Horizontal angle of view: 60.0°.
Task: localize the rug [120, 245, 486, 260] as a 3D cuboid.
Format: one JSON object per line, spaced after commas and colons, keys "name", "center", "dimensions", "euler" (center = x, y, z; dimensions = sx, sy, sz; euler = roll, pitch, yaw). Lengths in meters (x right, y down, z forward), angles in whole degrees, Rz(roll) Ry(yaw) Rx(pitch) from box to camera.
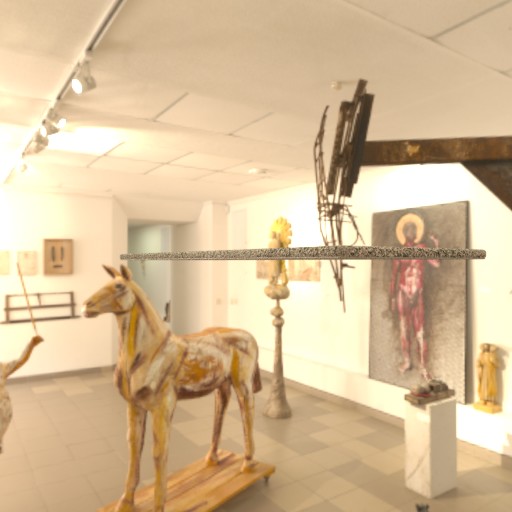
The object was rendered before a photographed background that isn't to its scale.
{"name": "rug", "center": [0.000, 0.000, 1.757], "dimensions": [0.609, 0.030, 1.524], "euler": [0, -1, -35]}
